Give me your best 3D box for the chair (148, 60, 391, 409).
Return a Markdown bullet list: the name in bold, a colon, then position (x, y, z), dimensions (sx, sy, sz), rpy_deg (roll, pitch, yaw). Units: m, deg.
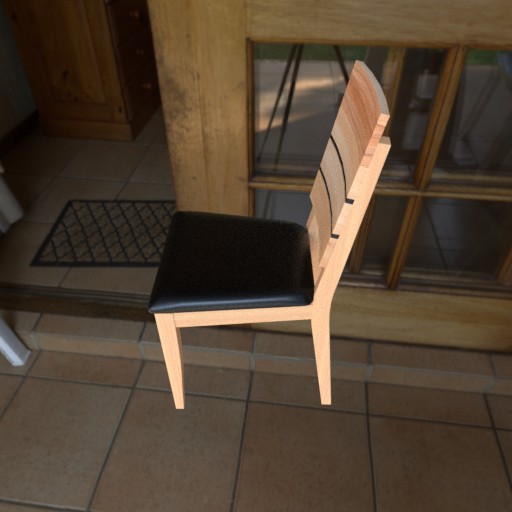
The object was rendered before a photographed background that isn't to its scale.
- **chair**: position (0.000, 0.000, 1.215), dimensions (0.520, 0.940, 0.410), rpy_deg (1, 41, 1)
